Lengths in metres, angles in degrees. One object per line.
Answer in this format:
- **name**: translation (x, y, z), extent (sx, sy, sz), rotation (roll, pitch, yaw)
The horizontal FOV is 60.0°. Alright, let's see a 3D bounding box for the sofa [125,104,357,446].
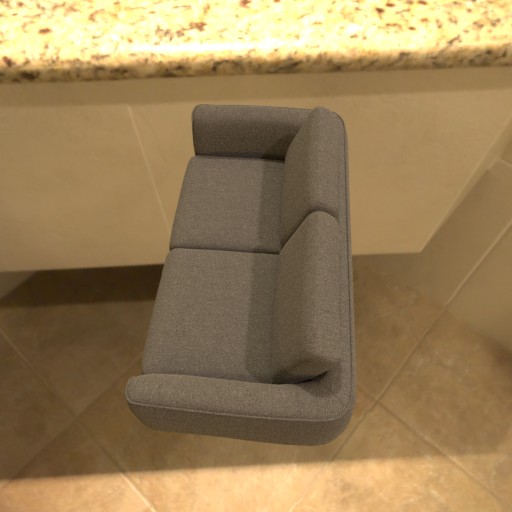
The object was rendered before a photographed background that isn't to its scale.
- **sofa**: translation (0.000, 0.000, 2.211), extent (0.920, 0.870, 1.700), rotation (4, 58, 3)
